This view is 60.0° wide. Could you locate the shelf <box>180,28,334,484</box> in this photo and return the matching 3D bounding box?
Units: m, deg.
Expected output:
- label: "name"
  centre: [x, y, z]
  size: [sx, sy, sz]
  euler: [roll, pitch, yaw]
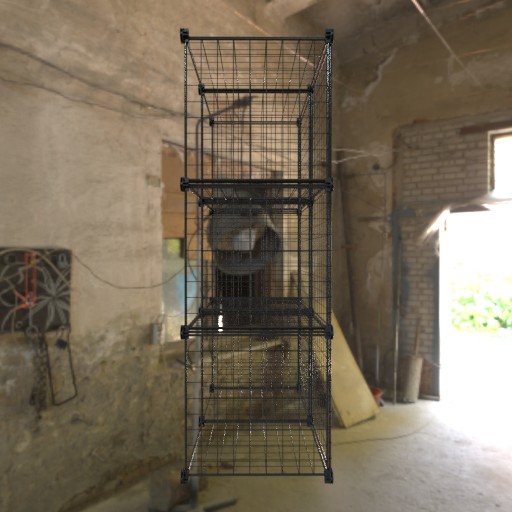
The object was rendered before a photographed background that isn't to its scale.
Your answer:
- label: "shelf"
  centre: [0.000, 0.000, 1.379]
  size: [0.356, 1.067, 0.711]
  euler: [0, 0, 0]
